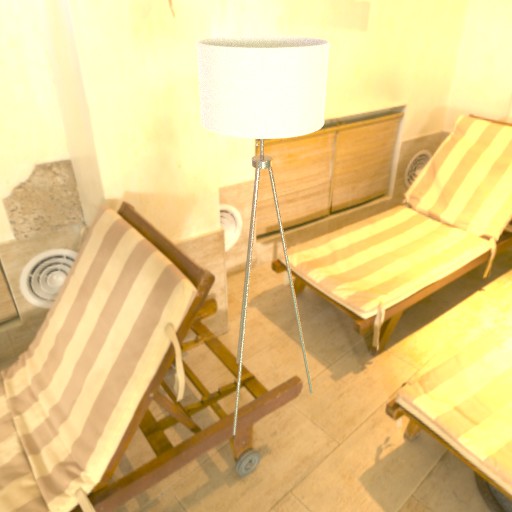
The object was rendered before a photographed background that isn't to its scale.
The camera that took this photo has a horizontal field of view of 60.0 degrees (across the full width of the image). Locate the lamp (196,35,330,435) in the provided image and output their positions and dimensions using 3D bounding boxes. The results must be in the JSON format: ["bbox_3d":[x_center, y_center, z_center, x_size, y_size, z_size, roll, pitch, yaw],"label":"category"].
[{"bbox_3d":[0.000,0.000,1.761,0.448,1.545,0.458,-21,36,-31],"label":"lamp"}]
